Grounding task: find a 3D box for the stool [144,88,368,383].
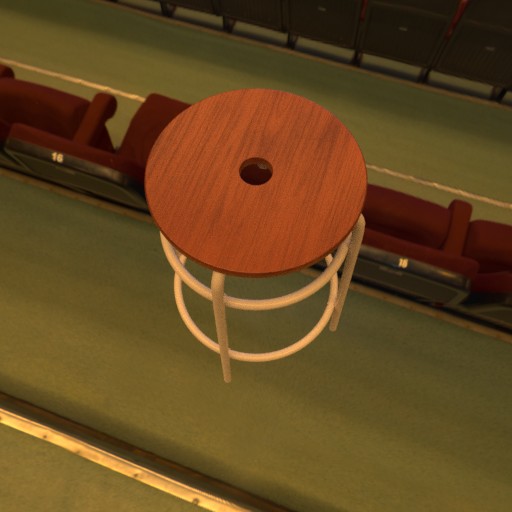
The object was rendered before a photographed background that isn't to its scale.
[{"bbox_3d":[0.000,0.000,0.943,0.455,0.610,0.455,18,66,8],"label":"stool"}]
